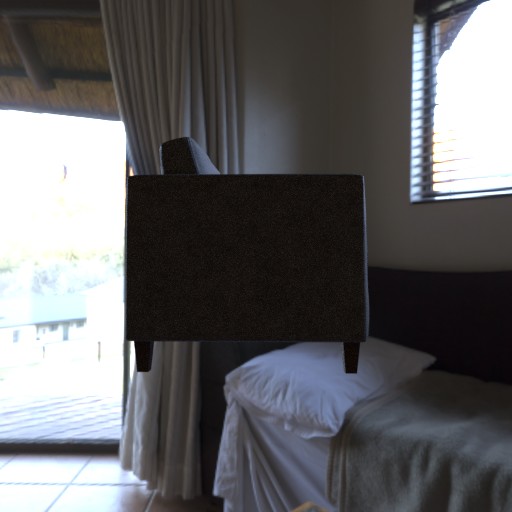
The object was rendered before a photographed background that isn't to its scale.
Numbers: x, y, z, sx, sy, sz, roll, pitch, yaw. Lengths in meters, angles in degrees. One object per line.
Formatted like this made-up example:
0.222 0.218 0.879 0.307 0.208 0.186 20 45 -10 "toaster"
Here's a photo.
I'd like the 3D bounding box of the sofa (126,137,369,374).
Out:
0.000 0.000 2.863 0.951 0.965 2.434 0 -1 2 "sofa"
